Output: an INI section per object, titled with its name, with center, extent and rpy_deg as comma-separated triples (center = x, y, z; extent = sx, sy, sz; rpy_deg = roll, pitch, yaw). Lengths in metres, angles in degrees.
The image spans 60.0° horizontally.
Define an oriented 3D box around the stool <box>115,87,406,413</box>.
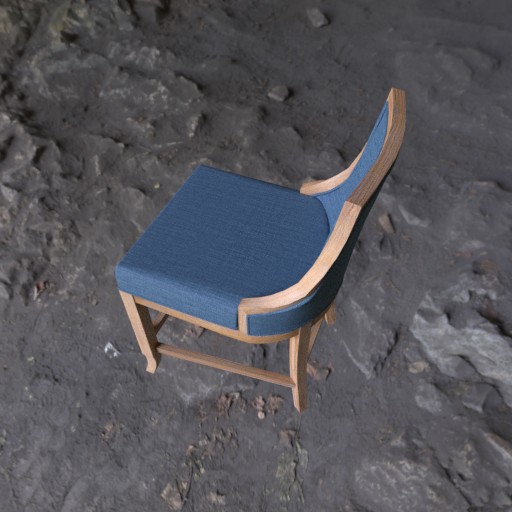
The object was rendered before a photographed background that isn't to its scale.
[stool]
center = 0.000, 0.000, 1.306
extent = 0.626, 0.938, 0.524
rpy_deg = 17, 50, 15
